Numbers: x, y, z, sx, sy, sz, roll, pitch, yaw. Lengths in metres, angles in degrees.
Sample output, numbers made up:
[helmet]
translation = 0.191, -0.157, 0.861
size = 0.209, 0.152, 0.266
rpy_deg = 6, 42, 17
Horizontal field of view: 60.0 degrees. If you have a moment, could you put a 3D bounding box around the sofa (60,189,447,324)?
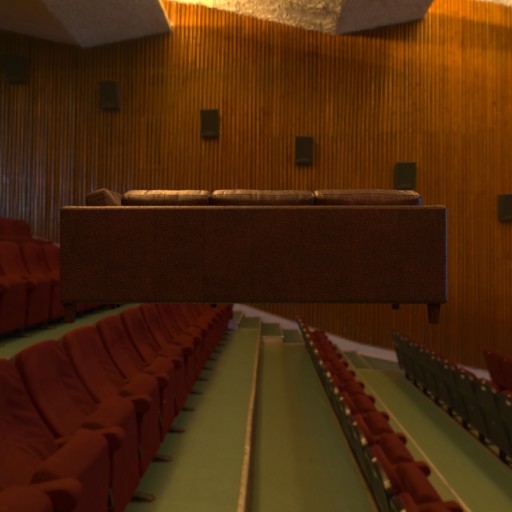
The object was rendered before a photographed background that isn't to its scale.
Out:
[sofa]
translation = 0.000, 0.000, 4.441
size = 2.452, 0.891, 3.324
rpy_deg = 0, -1, 1
